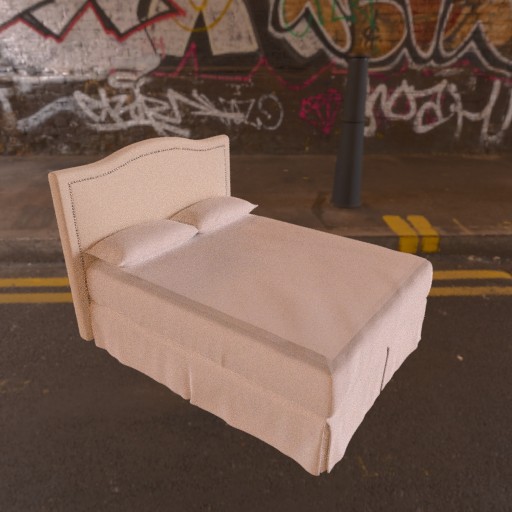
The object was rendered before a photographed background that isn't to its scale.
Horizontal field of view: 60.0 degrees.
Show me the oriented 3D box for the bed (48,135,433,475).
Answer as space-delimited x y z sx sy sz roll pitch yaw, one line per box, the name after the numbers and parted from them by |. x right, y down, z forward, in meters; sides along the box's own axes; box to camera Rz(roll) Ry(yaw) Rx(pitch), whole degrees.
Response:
0.000 0.000 3.226 2.143 1.460 1.753 17 30 33 | bed
